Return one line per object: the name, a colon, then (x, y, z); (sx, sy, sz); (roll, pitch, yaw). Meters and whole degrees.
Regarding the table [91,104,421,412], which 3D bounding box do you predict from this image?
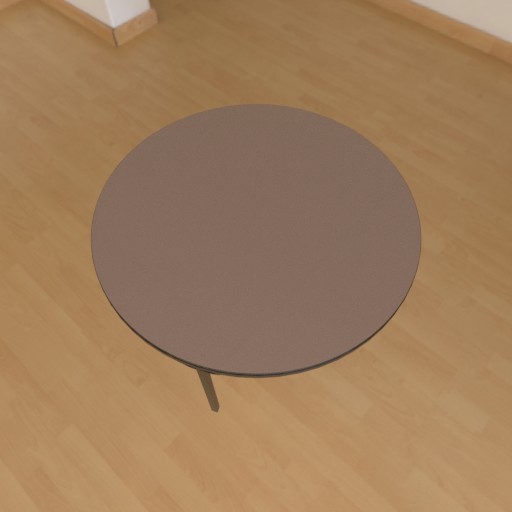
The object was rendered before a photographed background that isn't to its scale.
table: (0.000, 0.000, 1.258); (0.800, 0.400, 0.800); (0, 58, 0)
